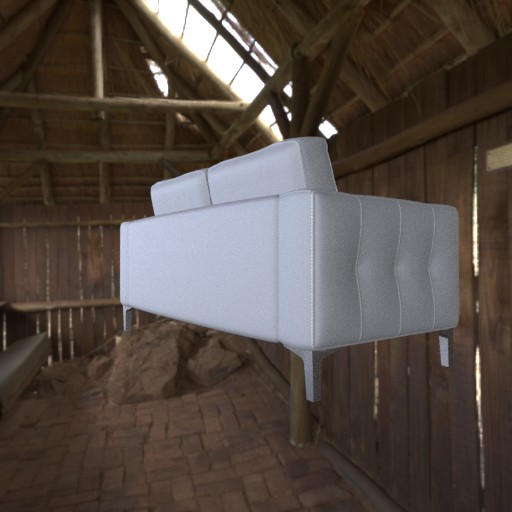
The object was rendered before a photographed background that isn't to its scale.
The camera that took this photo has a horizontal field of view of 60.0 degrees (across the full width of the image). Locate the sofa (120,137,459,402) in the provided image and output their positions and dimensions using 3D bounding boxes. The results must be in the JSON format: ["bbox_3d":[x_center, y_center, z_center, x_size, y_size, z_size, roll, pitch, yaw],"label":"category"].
[{"bbox_3d":[0.000,0.000,2.233,0.833,0.892,1.726,0,0,-36],"label":"sofa"}]
